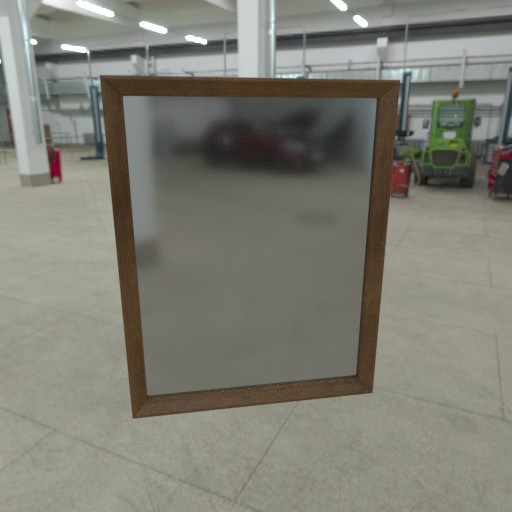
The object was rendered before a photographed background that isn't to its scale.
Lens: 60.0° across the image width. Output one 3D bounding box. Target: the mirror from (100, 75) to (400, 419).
[{"bbox_3d":[0.000,0.000,0.683,0.406,0.509,0.041,-3,17,-9],"label":"mirror"}]
